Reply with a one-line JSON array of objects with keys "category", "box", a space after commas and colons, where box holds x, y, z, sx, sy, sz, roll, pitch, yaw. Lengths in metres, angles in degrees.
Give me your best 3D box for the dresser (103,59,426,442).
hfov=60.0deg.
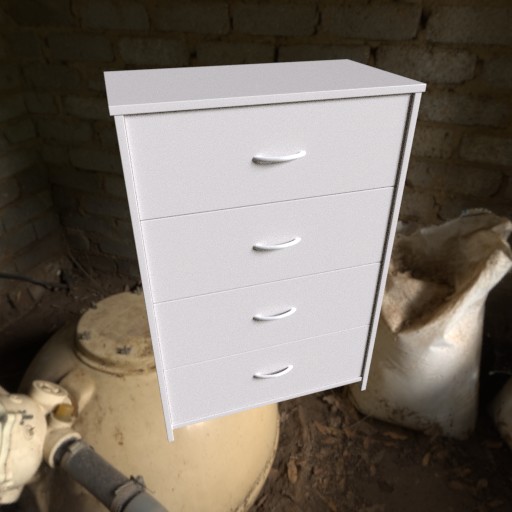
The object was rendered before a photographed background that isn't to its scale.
[{"category": "dresser", "box": [0.000, 0.000, 1.349, 0.704, 1.021, 0.401, -10, 33, -15]}]
